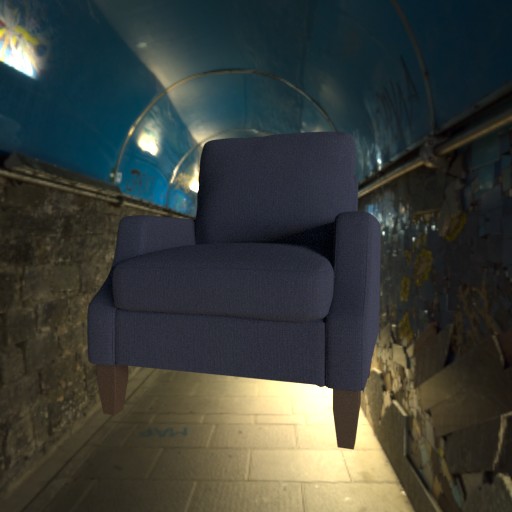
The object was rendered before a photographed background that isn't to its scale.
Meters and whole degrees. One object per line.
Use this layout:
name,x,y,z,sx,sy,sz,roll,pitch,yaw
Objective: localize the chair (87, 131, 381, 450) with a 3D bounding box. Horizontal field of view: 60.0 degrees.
chair,0.000,0.000,1.631,0.855,0.991,0.897,1,3,18
